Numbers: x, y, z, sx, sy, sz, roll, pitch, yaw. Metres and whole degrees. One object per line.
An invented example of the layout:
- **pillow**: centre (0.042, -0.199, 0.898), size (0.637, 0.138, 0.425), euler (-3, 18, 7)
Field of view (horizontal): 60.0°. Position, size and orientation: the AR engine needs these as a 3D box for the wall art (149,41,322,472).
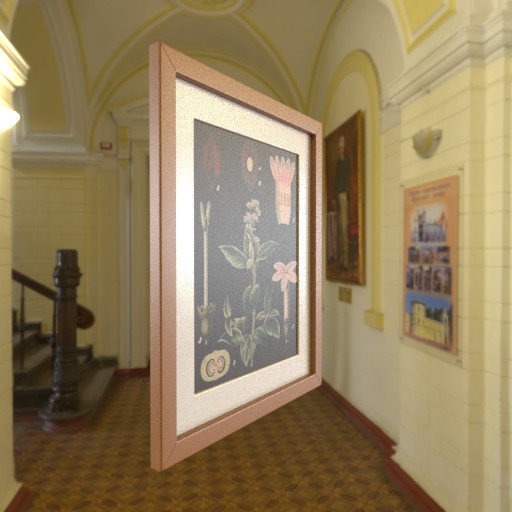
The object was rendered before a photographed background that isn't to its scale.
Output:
- **wall art**: centre (0.000, 0.000, 0.519), size (0.015, 0.379, 0.310), euler (1, 1, 35)
